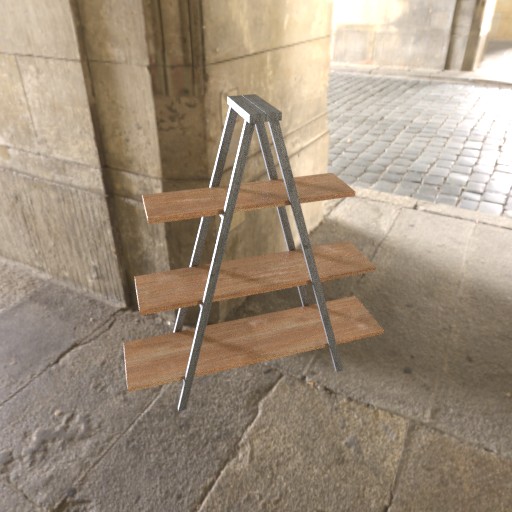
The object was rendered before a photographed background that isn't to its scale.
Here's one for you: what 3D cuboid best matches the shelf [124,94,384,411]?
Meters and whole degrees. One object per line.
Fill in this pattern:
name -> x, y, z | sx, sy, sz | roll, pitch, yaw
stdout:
shelf -> 0.000, 0.000, 2.706 | 1.746, 1.808, 0.508 | -9, 33, -15
